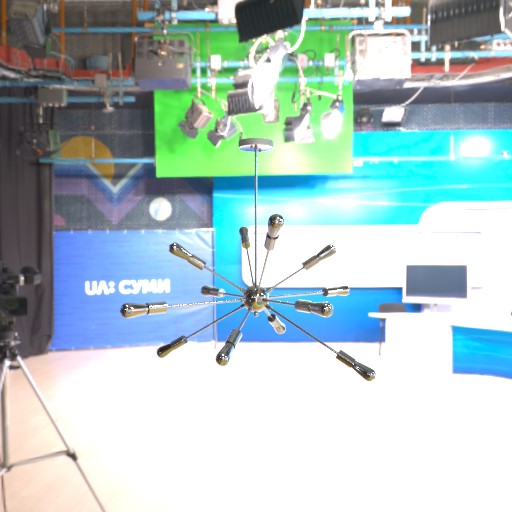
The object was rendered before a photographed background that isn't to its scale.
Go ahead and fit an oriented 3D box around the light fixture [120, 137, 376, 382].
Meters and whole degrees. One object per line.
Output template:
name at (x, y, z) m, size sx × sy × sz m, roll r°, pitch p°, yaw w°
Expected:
light fixture at (0.000, 0.000, 1.090) m, size 0.684 × 0.558 × 0.509 m, roll -1°, pitch 2°, yaw -38°
